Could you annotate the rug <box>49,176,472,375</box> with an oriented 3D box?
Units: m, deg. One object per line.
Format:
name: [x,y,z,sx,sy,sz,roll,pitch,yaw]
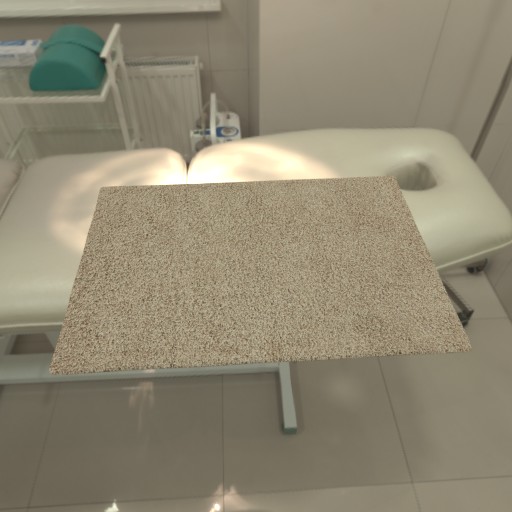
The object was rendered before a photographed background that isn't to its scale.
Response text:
rug: [0.000,0.000,2.267,1.778,0.030,1.219,-3,47,-2]
